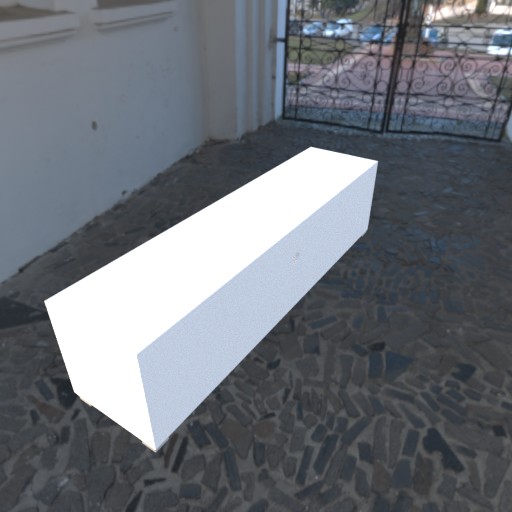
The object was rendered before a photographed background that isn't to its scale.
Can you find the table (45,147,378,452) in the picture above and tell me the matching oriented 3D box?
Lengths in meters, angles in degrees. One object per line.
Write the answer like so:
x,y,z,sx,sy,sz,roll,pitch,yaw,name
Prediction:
0.000,0.000,1.905,0.390,0.420,1.650,20,38,28,table
